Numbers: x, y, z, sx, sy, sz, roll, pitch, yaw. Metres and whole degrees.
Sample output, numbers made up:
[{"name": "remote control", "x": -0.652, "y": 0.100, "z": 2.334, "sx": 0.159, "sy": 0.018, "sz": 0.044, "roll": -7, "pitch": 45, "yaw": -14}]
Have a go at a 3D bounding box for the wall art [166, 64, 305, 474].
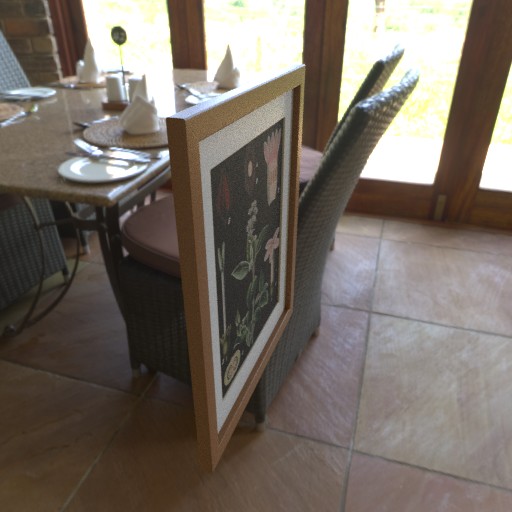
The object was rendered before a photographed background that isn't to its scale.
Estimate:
[{"name": "wall art", "x": 0.000, "y": 0.000, "z": 0.747, "sx": 0.021, "sy": 0.550, "sz": 0.449, "roll": 11, "pitch": 32, "yaw": 18}]
